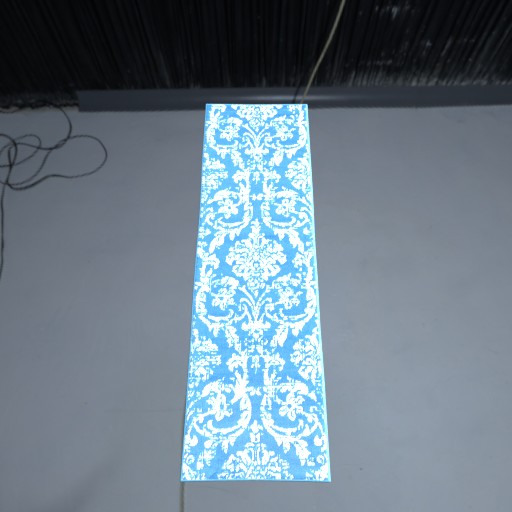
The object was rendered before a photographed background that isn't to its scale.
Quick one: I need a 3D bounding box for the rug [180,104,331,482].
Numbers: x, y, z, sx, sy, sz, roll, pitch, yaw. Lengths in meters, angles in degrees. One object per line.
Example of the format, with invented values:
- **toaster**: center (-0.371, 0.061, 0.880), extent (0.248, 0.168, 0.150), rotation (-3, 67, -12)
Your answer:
- **rug**: center (0.000, 0.000, 2.416), extent (0.662, 0.011, 2.196), rotation (0, 64, 0)
